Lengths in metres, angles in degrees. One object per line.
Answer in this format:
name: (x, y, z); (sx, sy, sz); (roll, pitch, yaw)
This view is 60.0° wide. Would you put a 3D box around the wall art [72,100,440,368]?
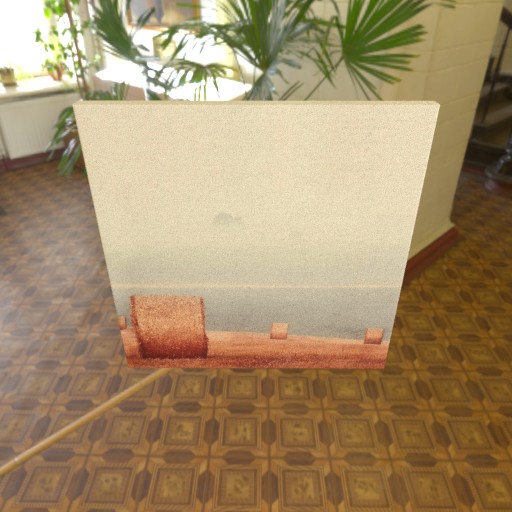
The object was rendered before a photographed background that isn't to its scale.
wall art: (0.000, 0.000, 0.603); (0.405, 0.405, 0.023); (0, 32, 0)
